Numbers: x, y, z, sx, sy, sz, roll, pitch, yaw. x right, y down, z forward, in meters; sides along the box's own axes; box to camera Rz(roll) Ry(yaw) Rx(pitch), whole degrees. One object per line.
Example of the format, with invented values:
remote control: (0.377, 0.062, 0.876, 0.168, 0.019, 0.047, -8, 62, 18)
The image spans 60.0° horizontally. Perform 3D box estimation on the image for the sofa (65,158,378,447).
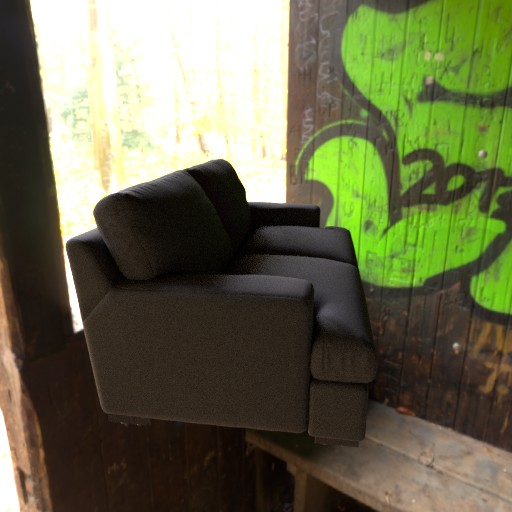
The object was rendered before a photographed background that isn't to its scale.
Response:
sofa: (0.000, 0.000, 2.447, 1.143, 0.940, 1.880, 3, 17, 8)
